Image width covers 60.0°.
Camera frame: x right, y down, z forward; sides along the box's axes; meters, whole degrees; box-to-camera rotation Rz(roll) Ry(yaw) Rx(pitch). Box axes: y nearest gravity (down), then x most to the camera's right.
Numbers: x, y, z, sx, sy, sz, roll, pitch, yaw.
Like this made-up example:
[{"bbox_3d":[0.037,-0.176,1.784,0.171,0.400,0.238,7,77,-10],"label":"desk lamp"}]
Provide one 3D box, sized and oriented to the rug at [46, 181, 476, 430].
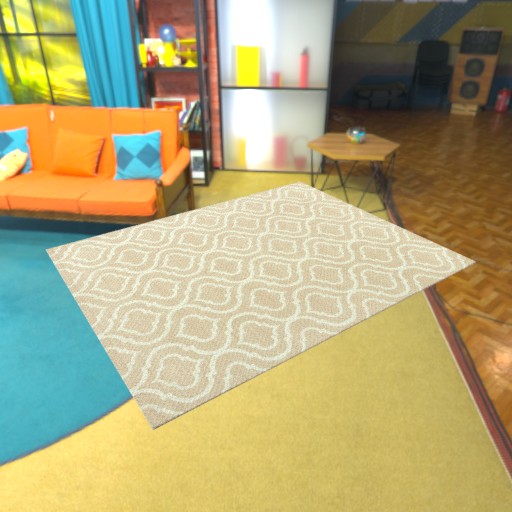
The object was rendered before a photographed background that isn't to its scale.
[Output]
[{"bbox_3d":[0.000,0.000,3.793,2.894,0.013,2.286,-19,35,-30],"label":"rug"}]
